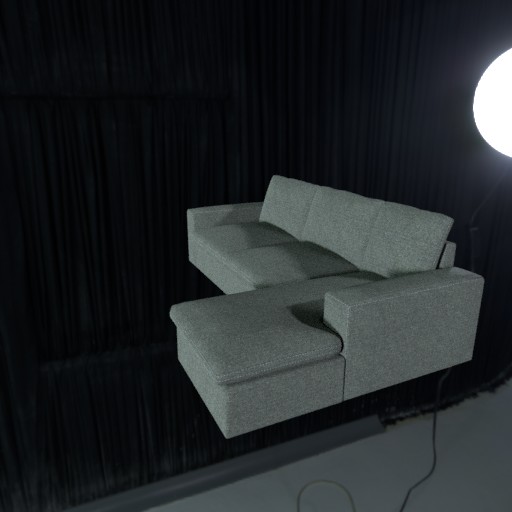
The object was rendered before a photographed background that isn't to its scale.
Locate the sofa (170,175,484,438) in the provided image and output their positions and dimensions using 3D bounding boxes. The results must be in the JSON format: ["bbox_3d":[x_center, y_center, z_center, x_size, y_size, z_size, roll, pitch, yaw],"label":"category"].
[{"bbox_3d":[0.000,0.000,3.459,1.689,0.940,2.718,-8,19,-24],"label":"sofa"}]
